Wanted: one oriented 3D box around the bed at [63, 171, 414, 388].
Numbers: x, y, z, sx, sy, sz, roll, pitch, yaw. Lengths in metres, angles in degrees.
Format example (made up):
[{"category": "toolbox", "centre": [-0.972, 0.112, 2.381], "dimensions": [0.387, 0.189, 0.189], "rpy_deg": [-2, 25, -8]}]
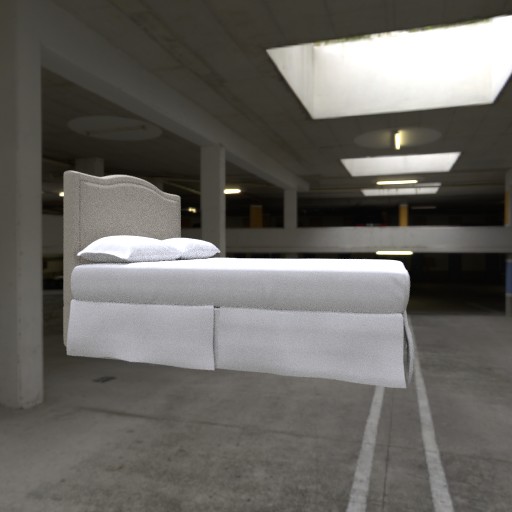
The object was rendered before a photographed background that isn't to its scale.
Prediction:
[{"category": "bed", "centre": [0.000, 0.000, 3.722], "dimensions": [2.477, 1.437, 1.977], "rpy_deg": [0, 1, 18]}]
